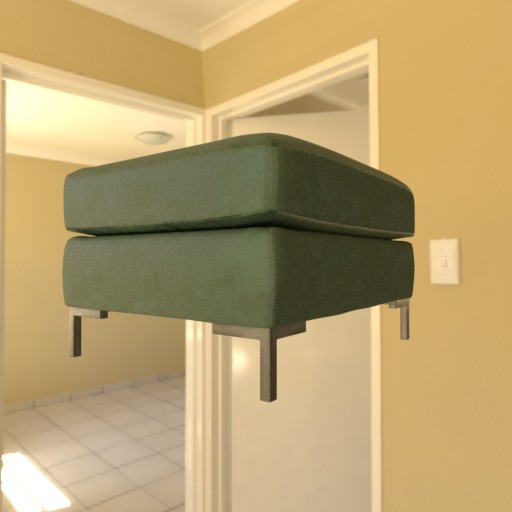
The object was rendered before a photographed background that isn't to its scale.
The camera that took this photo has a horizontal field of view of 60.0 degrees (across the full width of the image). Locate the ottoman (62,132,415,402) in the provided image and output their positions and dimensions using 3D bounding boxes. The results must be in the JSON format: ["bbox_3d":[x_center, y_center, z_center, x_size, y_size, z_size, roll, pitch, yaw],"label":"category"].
[{"bbox_3d":[0.000,0.000,1.315,0.701,0.538,0.839,0,-1,36],"label":"ottoman"}]
